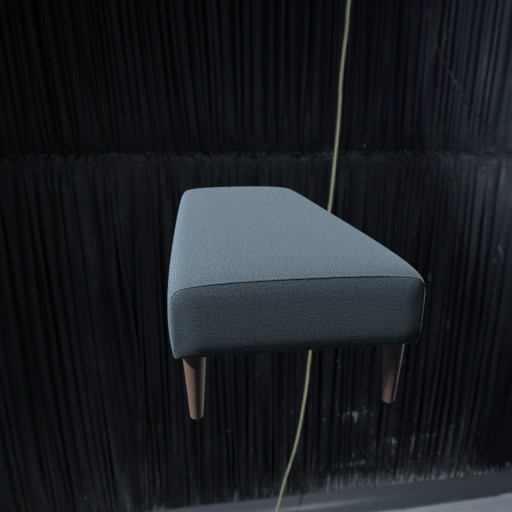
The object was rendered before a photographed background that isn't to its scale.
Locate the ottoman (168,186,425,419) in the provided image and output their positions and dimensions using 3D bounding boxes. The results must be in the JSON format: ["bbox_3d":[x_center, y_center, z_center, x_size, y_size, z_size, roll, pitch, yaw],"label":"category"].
[{"bbox_3d":[0.000,0.000,1.822,0.646,0.393,1.609,-2,16,-7],"label":"ottoman"}]
